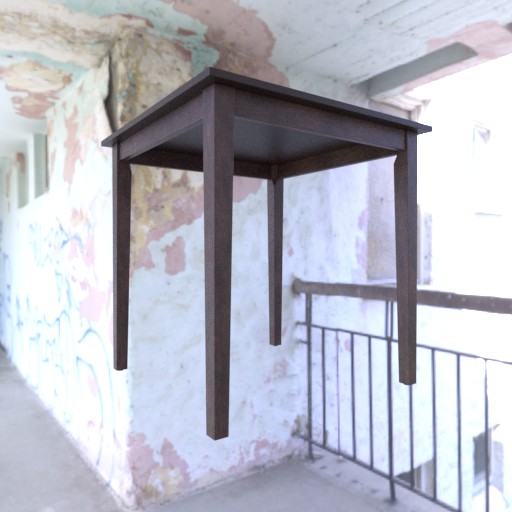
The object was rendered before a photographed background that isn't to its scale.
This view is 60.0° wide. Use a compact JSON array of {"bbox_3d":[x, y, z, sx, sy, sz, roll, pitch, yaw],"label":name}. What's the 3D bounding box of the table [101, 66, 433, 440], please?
[{"bbox_3d":[0.000,0.000,1.406,0.749,0.770,0.749,-1,1,-35],"label":"table"}]
